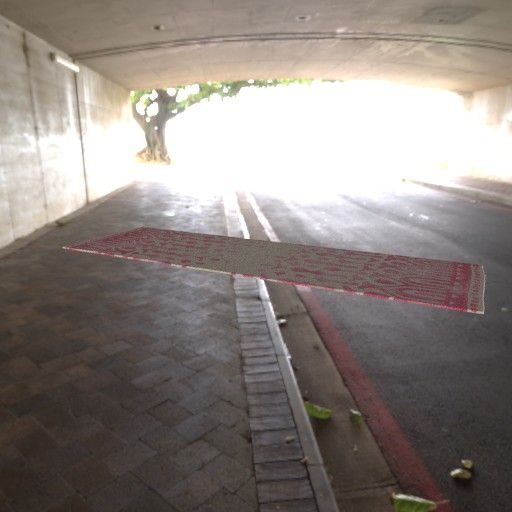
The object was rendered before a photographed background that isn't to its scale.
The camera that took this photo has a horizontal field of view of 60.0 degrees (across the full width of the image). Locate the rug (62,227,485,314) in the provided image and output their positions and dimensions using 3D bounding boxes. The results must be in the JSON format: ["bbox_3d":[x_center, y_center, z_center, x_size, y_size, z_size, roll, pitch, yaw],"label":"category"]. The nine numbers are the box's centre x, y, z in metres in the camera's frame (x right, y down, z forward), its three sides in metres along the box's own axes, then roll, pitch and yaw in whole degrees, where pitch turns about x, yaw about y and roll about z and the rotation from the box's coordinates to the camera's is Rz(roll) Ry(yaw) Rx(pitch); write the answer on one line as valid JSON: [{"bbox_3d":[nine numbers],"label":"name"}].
[{"bbox_3d":[0.000,0.000,2.654,2.458,0.011,0.787,7,16,27],"label":"rug"}]
